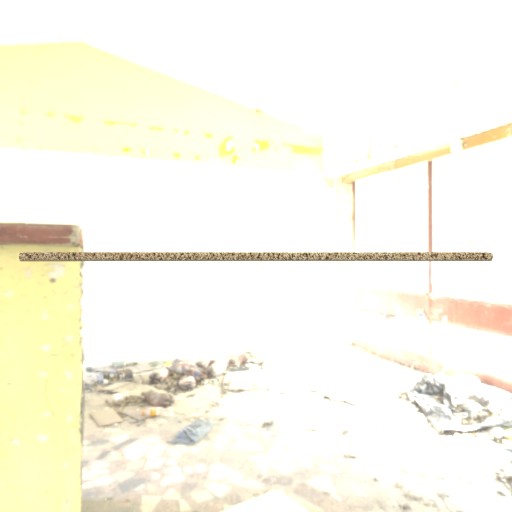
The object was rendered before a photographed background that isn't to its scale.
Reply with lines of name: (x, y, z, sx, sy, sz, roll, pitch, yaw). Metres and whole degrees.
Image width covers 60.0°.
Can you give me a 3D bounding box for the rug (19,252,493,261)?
rug: (0.000, 0.000, 1.716, 1.524, 0.030, 0.609, 0, 0, 0)
